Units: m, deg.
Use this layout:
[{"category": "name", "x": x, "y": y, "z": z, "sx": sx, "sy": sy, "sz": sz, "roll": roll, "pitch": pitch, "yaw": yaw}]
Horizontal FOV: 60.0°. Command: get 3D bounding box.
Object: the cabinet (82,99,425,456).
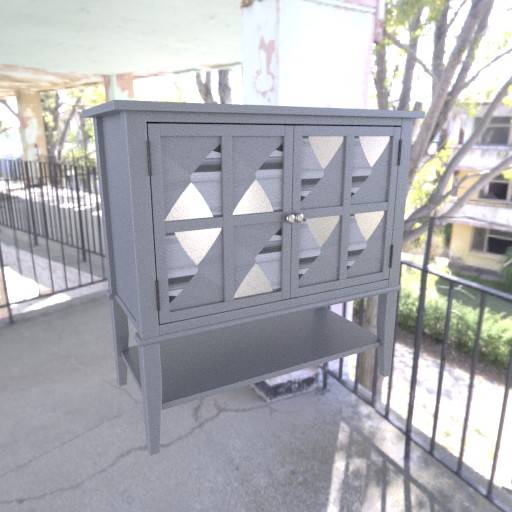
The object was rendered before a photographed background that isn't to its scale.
[{"category": "cabinet", "x": 0.000, "y": 0.000, "z": 1.252, "sx": 0.801, "sy": 0.780, "sz": 0.396, "roll": -8, "pitch": 17, "yaw": -27}]
